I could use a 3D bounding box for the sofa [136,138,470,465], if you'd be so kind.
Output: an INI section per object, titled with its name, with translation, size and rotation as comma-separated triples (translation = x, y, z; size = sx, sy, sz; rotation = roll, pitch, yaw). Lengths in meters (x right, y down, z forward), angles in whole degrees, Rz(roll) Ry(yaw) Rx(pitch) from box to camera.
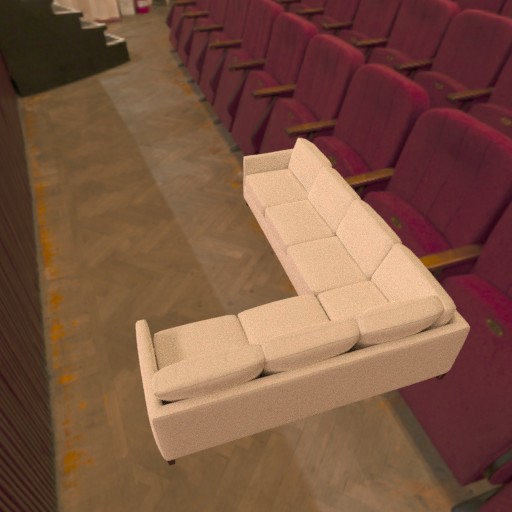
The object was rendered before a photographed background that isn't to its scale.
[sofa]
translation = 0.000, 0.000, 4.554
size = 2.593, 0.947, 3.302
rotation = -12, 42, -14
